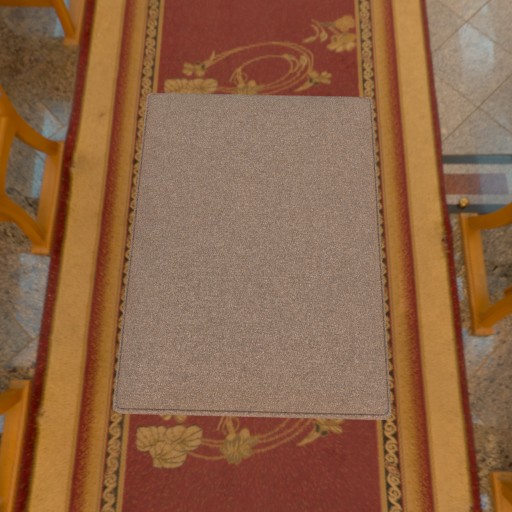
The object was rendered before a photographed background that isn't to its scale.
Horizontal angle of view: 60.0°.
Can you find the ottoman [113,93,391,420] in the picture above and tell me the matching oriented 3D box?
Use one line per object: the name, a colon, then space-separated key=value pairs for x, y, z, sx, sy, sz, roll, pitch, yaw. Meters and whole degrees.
ottoman: x=0.000 y=0.000 z=1.165 sx=0.583 sy=0.464 sz=0.785 roll=1 pitch=73 yaw=0
